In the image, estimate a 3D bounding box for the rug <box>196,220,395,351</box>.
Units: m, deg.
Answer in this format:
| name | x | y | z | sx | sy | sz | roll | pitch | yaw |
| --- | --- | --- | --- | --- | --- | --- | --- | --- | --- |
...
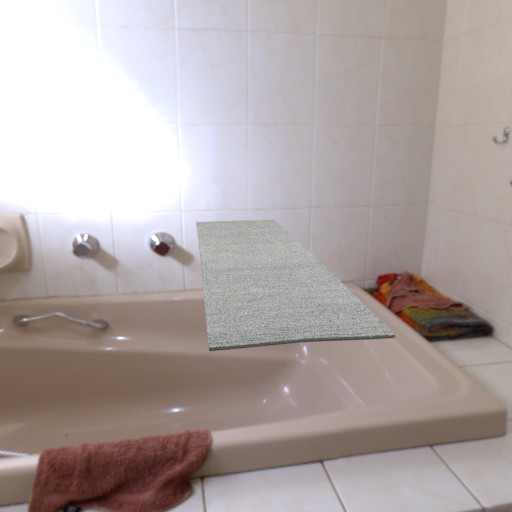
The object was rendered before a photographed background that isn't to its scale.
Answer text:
| name | x | y | z | sx | sy | sz | roll | pitch | yaw |
| --- | --- | --- | --- | --- | --- | --- | --- | --- | --- |
| rug | 0.000 | 0.000 | 2.662 | 0.675 | 0.037 | 2.341 | -2 | 15 | -8 |
